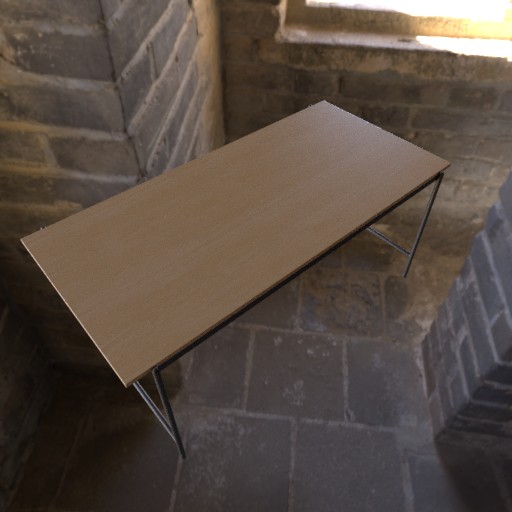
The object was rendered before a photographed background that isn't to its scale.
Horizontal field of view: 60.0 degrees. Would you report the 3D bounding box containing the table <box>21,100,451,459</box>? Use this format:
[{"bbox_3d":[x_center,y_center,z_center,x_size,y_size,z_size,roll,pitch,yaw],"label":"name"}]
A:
[{"bbox_3d":[0.000,0.000,2.263,1.800,0.758,0.900,-32,54,-27],"label":"table"}]
